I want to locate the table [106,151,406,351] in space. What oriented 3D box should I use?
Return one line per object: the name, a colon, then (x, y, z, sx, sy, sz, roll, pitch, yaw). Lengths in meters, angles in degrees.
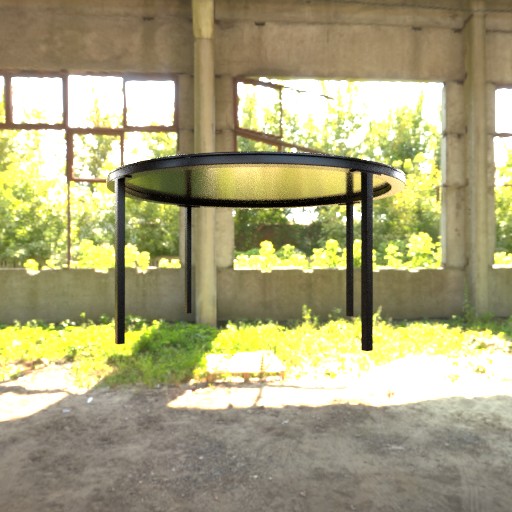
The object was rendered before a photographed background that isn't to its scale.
table: (0.000, 0.000, 1.248, 0.800, 0.400, 0.800, 0, 0, 0)
